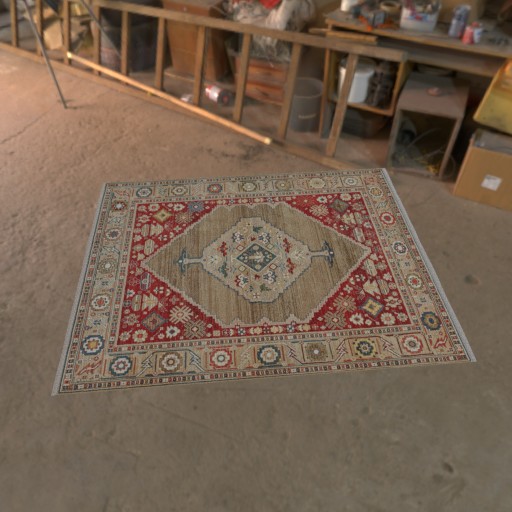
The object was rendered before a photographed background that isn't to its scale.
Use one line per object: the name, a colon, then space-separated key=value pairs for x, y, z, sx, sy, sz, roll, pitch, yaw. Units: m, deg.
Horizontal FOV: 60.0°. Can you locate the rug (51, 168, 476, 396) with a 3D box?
rug: x=0.000 y=0.000 z=4.069 sx=3.143 sy=0.008 sz=2.451 roll=-4 pitch=47 yaw=-3
